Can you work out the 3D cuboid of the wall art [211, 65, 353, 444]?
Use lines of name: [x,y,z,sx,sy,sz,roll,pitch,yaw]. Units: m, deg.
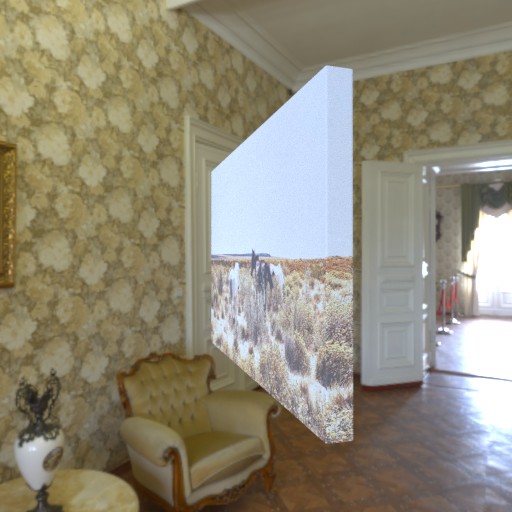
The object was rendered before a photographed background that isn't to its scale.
wall art: [0.000,0.000,1.157,0.050,0.610,0.914,0,0,-17]
